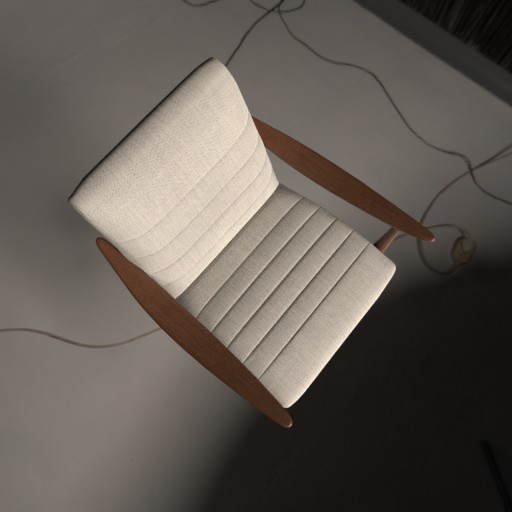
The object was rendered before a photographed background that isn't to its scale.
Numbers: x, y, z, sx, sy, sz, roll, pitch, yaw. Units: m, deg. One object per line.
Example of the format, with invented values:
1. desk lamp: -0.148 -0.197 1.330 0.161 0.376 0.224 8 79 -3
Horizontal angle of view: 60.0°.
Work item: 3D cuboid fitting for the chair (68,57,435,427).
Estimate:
1. chair: 0.000 0.000 1.464 0.798 0.832 0.741 39 78 10
